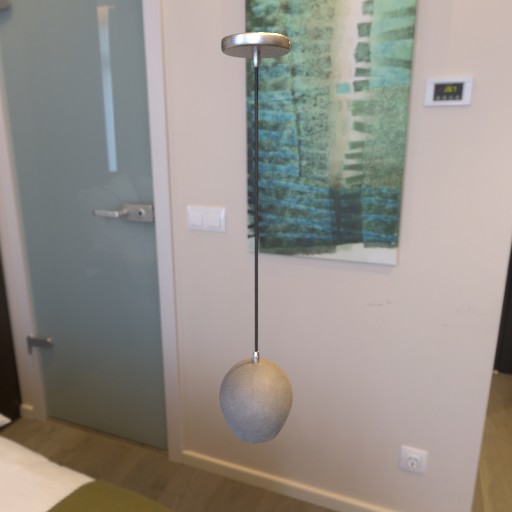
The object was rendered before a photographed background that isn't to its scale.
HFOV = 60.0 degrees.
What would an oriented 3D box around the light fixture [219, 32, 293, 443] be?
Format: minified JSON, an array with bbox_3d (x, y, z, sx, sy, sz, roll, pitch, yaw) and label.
[{"bbox_3d":[0.000,0.000,0.852,0.153,0.760,0.153,-2,15,-8],"label":"light fixture"}]
